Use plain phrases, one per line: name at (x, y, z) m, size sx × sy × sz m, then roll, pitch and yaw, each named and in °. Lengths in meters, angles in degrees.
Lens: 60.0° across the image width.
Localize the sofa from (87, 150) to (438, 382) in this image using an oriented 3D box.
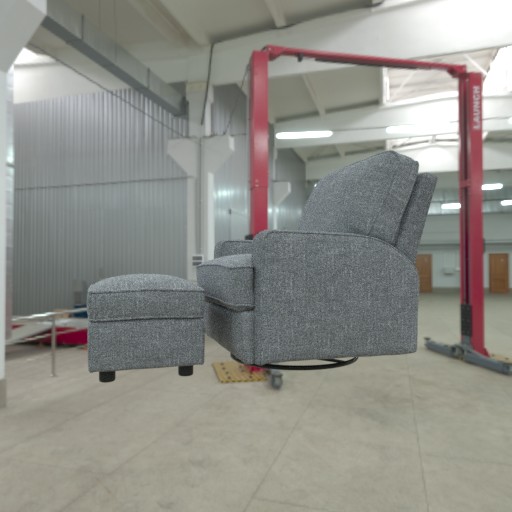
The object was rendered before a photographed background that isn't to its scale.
sofa at (0.000, 0.000, 2.087) m, size 1.472 × 0.959 × 0.861 m, roll 0°, pitch -1°, yaw -18°
